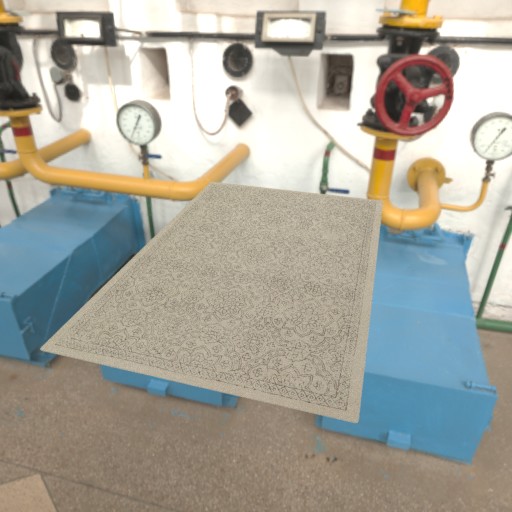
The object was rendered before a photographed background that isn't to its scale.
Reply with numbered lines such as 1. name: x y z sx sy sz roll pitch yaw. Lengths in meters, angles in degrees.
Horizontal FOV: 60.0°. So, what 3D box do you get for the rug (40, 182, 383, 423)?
1. rug: 0.000 0.000 2.326 1.219 0.010 1.829 9 32 14
